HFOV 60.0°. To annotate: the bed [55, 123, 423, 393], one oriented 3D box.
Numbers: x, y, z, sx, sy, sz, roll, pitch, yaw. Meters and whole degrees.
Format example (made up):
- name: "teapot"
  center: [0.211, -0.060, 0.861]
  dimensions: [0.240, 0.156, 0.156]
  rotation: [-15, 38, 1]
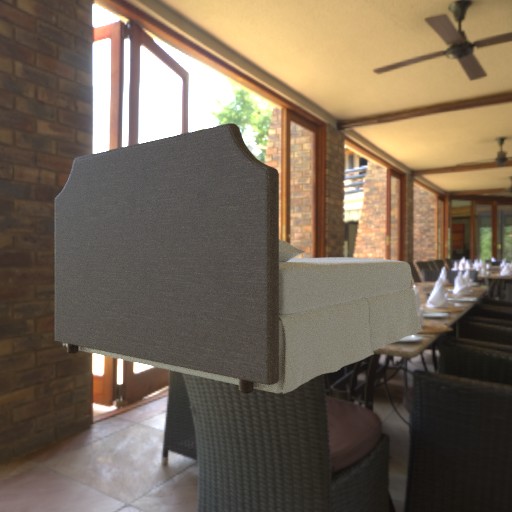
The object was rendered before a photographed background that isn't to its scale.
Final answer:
- name: "bed"
  center: [0.000, 0.000, 4.204]
  dimensions: [2.350, 1.590, 2.773]
  rotation: [0, 0, 36]
